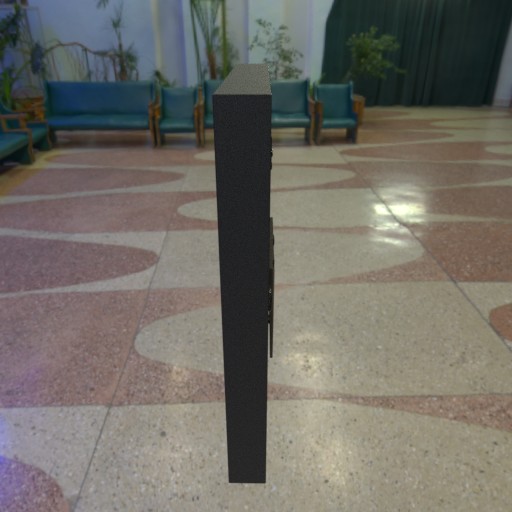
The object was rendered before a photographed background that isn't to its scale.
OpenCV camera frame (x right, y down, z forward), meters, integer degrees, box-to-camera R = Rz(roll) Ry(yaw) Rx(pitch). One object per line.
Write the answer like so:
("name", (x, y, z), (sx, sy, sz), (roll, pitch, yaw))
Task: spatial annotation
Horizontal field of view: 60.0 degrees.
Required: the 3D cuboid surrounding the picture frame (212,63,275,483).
("picture frame", (0.000, 0.000, 0.273), (0.028, 0.208, 0.157), (0, 27, 1))
